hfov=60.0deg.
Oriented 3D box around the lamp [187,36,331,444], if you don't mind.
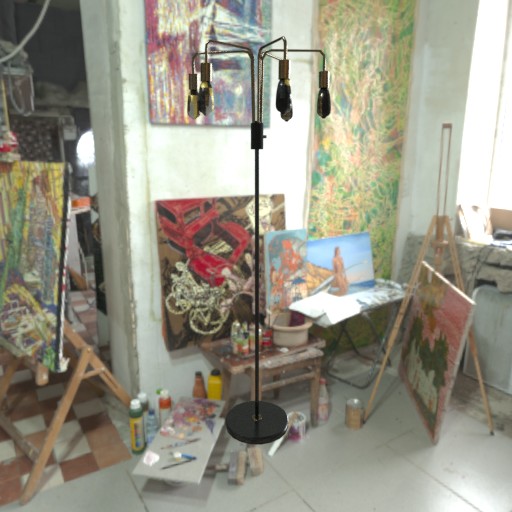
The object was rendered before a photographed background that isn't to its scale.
[{"bbox_3d":[0.000,0.000,2.001,0.572,1.721,0.599,7,16,27],"label":"lamp"}]
